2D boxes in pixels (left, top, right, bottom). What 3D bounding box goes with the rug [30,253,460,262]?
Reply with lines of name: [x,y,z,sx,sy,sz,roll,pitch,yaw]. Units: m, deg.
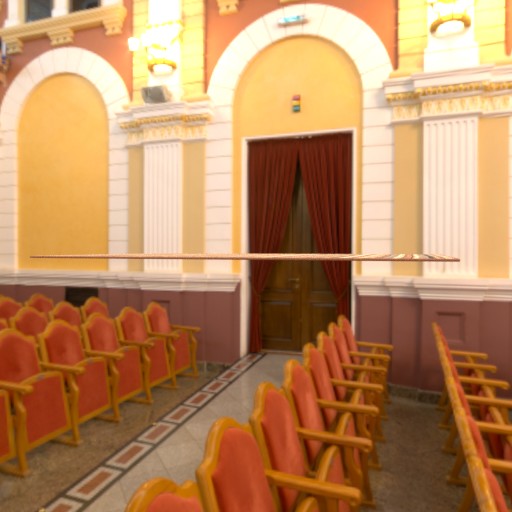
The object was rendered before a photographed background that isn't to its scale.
rug: [0.000,0.000,3.057,2.438,0.014,1.523,0,1,20]
